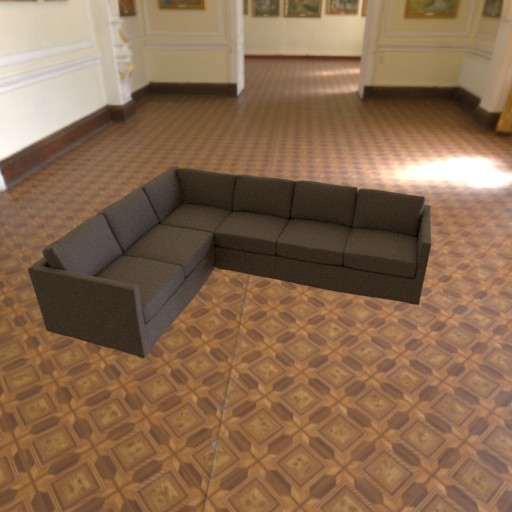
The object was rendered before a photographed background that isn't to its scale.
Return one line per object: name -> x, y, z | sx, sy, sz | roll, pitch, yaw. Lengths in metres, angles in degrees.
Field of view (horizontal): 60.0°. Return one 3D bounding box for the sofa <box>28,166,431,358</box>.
sofa -> 0.000, 0.000, 4.329 | 3.182, 0.871, 2.432 | 9, 31, 16
